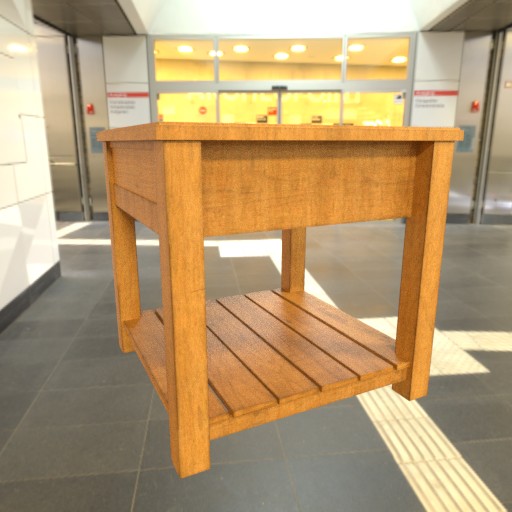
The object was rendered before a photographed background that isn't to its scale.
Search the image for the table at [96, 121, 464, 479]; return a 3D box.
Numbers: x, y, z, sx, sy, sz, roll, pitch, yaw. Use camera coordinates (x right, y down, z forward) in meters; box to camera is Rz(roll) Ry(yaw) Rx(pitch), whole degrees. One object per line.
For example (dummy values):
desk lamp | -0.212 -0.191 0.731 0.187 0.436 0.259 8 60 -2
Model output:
table | 0.000 0.000 1.081 0.616 0.593 0.612 -7 16 -26
